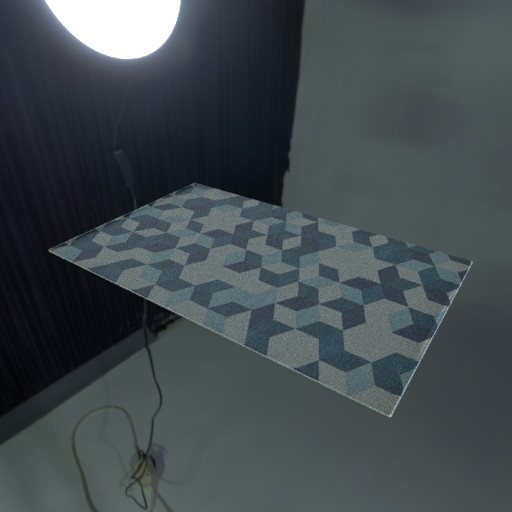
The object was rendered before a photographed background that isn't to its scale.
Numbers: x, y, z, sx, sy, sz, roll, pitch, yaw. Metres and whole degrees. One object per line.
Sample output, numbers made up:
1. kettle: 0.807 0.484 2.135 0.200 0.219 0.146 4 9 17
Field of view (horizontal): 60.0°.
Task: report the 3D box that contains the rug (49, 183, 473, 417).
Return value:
1. rug: 0.000 0.000 2.996 2.438 0.015 1.518 20 36 29
